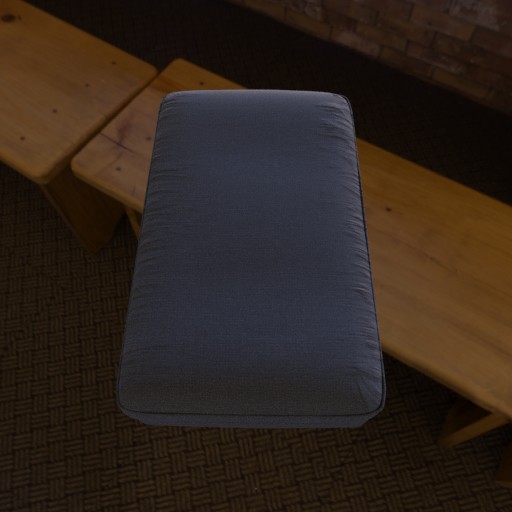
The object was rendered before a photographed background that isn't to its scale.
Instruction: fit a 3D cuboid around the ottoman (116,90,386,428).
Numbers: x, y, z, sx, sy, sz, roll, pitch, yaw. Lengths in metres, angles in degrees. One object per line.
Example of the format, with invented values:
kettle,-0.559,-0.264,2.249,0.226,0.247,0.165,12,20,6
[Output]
ottoman,0.000,0.000,1.211,0.570,0.438,0.885,1,62,0
